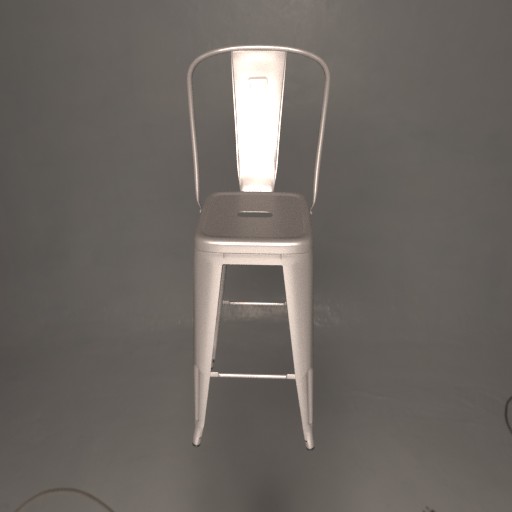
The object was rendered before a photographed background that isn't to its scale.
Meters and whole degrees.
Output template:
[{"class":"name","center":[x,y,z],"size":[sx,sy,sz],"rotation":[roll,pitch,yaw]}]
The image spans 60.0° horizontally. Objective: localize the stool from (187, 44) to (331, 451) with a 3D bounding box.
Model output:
[{"class":"stool","center":[0.000,0.000,1.317],"size":[0.399,1.096,0.513],"rotation":[1,31,2]}]
